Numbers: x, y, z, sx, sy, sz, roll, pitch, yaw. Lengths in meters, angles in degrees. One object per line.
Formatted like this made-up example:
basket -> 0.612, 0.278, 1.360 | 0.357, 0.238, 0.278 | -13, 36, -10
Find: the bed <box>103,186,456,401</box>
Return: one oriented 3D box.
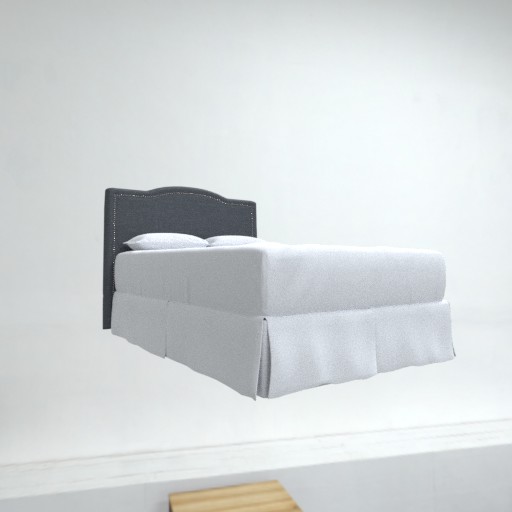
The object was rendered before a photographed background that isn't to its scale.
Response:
bed -> 0.000, 0.000, 3.599 | 1.747, 1.441, 2.507 | 0, -1, -35
